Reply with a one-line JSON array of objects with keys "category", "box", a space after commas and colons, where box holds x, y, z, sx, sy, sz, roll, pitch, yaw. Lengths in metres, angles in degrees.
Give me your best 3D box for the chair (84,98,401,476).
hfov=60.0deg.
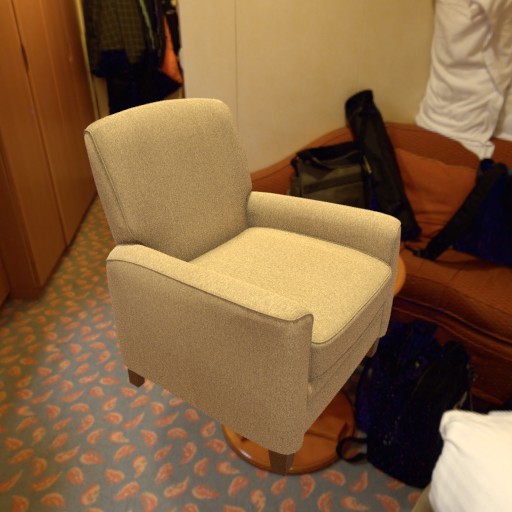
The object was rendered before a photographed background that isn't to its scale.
[{"category": "chair", "box": [0.000, 0.000, 1.609, 0.864, 1.014, 0.848, 18, 32, 31]}]
